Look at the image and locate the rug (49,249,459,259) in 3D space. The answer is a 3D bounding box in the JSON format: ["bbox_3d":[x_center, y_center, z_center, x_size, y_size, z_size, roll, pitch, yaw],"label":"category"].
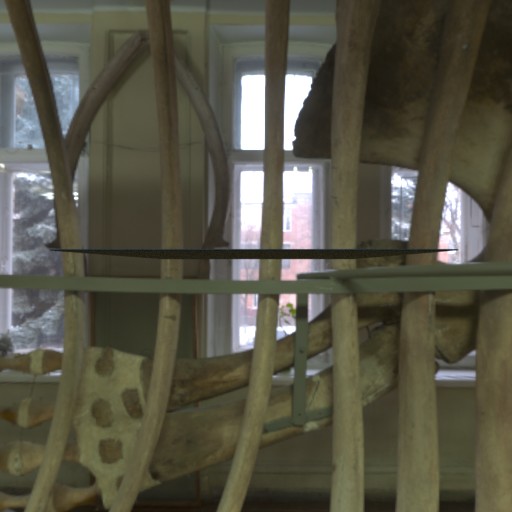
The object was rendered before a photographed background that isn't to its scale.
[{"bbox_3d":[0.000,0.000,4.147,2.438,0.010,3.048,0,-1,1],"label":"rug"}]
